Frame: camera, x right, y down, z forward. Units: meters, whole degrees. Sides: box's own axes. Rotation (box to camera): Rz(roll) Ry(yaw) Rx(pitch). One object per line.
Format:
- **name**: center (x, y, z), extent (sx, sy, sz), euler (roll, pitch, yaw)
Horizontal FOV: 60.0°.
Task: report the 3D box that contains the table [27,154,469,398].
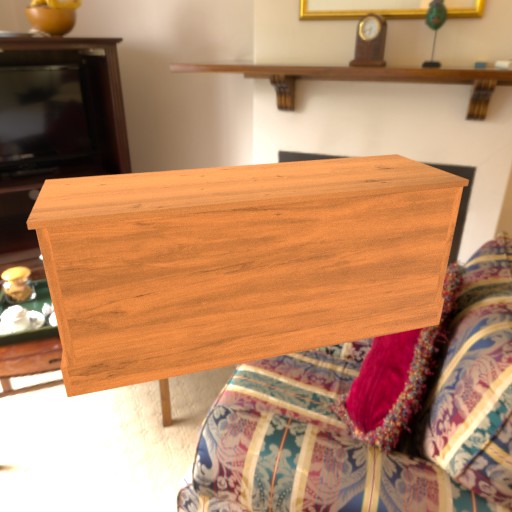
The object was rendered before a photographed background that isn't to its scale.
- **table**: center (0.000, 0.000, 1.435), extent (1.200, 0.510, 0.400), euler (-7, 26, -16)
